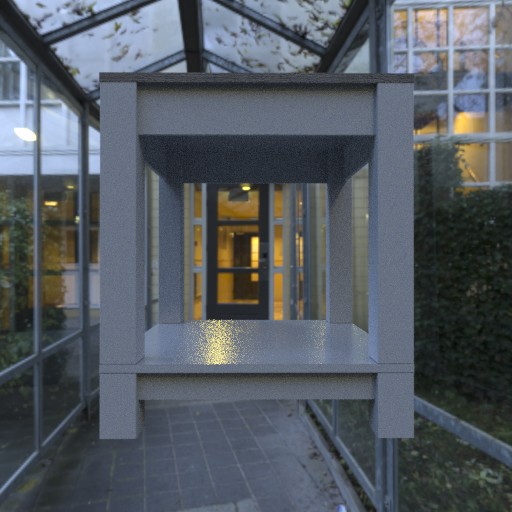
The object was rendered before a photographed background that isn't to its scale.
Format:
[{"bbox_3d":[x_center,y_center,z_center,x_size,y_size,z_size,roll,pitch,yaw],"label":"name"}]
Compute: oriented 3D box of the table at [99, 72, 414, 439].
[{"bbox_3d":[0.000,0.000,0.963,0.506,0.587,0.504,0,0,0],"label":"table"}]
